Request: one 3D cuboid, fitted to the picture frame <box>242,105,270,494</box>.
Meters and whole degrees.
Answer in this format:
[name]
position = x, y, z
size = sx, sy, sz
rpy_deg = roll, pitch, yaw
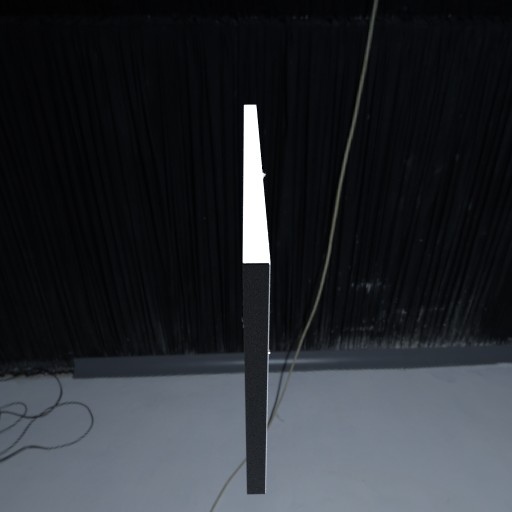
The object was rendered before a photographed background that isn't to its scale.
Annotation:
[picture frame]
position = 0.000, 0.000, 0.790
size = 0.044, 0.379, 0.647
rpy_deg = -1, 31, -1
